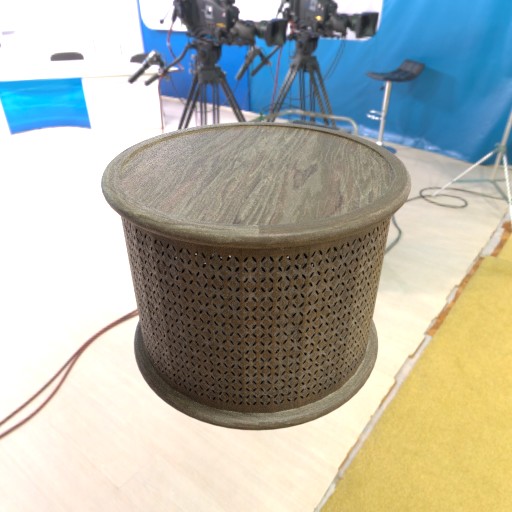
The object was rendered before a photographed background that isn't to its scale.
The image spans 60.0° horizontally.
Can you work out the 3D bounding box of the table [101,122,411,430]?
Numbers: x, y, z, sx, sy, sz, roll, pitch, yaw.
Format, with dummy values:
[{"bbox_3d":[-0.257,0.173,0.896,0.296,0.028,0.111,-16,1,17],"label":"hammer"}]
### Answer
[{"bbox_3d":[0.000,0.000,1.018,0.607,0.450,0.607,0,32,0],"label":"table"}]
